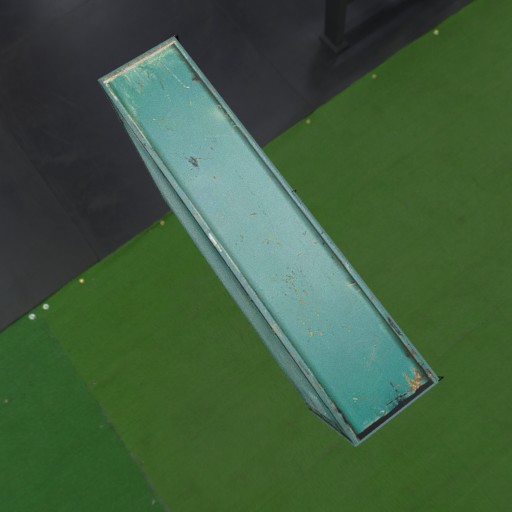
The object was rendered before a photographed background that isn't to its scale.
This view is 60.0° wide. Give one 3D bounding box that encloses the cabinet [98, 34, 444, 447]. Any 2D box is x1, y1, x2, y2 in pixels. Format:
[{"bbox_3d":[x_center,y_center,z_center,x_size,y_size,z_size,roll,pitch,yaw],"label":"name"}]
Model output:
[{"bbox_3d":[0.000,0.000,3.983,0.680,2.160,3.001,-34,78,-8],"label":"cabinet"}]
